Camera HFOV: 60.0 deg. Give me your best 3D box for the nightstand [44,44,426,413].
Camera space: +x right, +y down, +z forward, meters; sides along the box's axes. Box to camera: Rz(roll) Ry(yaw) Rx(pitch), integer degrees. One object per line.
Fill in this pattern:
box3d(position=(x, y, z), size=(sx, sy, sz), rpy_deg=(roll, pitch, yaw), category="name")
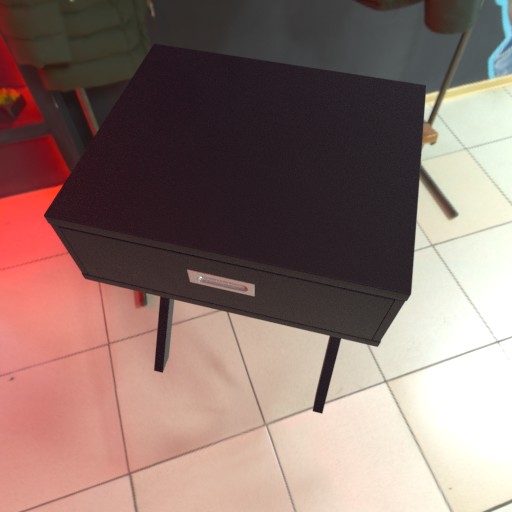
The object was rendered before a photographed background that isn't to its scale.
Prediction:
box3d(position=(0.000, 0.000, 0.920), size=(0.479, 0.623, 0.402), rpy_deg=(12, 58, 8), category="nightstand")
